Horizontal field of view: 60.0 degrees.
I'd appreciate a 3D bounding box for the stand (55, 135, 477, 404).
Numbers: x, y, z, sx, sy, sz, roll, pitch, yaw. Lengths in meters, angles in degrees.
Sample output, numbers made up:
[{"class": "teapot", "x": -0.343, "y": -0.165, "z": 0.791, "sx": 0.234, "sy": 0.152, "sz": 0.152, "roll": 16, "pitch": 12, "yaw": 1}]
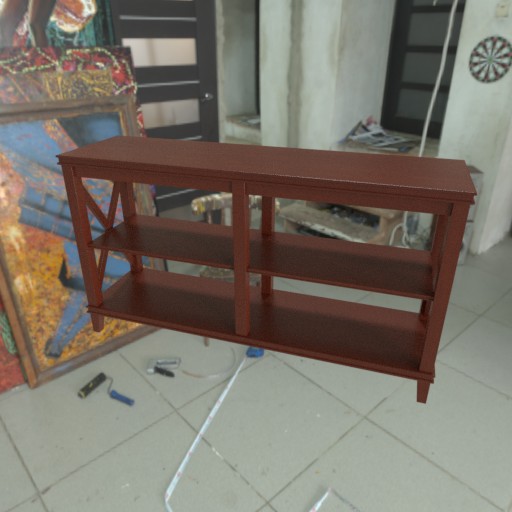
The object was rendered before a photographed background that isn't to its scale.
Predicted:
[{"class": "stand", "x": 0.000, "y": 0.000, "z": 1.706, "sx": 1.372, "sy": 0.762, "sz": 0.381, "roll": 8, "pitch": 27, "yaw": 16}]
